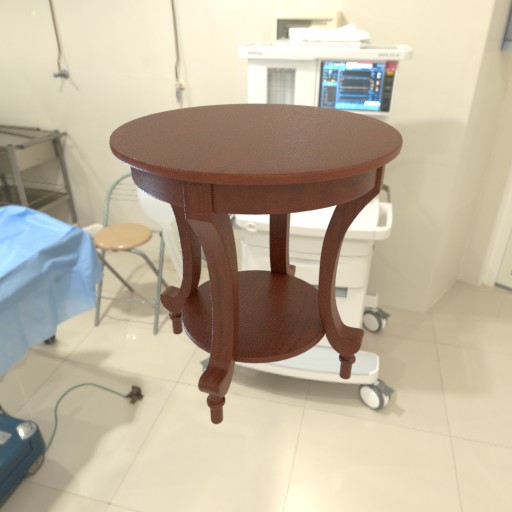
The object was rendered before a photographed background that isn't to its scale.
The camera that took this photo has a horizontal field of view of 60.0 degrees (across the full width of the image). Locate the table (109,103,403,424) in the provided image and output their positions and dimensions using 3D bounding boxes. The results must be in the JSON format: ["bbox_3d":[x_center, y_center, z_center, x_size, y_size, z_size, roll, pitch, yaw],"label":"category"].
[{"bbox_3d":[0.000,0.000,1.084,0.597,0.612,0.597,0,29,0],"label":"table"}]
